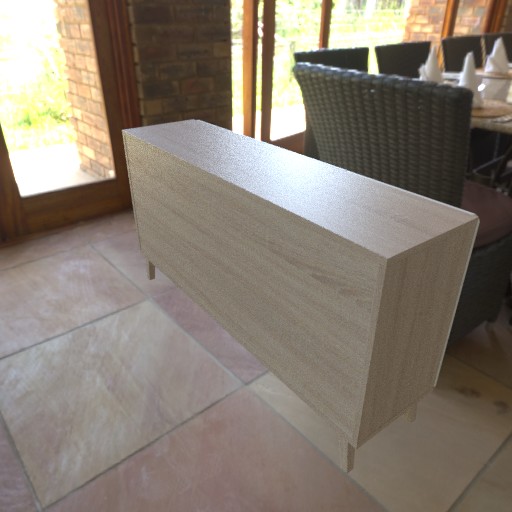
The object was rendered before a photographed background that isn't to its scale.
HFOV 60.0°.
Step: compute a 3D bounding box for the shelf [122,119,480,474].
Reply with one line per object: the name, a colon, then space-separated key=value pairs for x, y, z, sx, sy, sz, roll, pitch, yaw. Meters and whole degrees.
shelf: x=0.000 y=0.000 z=1.783 sx=0.400 sy=0.780 sz=1.490 roll=-20 pitch=35 yaw=-32
